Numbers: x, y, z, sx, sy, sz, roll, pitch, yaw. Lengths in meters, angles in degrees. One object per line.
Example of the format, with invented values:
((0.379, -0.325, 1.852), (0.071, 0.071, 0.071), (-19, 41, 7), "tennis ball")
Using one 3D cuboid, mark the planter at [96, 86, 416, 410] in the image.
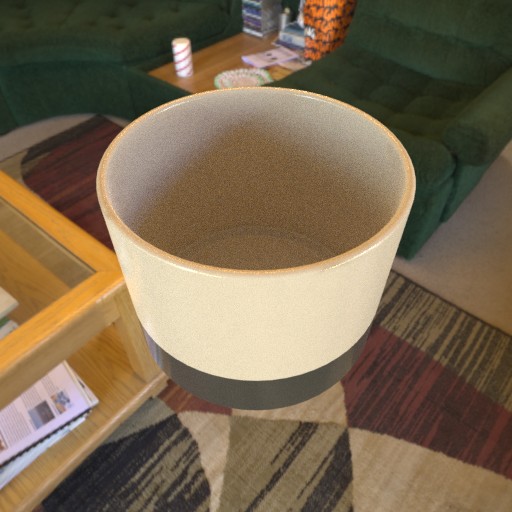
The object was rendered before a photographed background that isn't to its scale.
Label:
((0.000, 0.000, 0.339), (0.193, 0.177, 0.193), (0, 47, 0), "planter")
